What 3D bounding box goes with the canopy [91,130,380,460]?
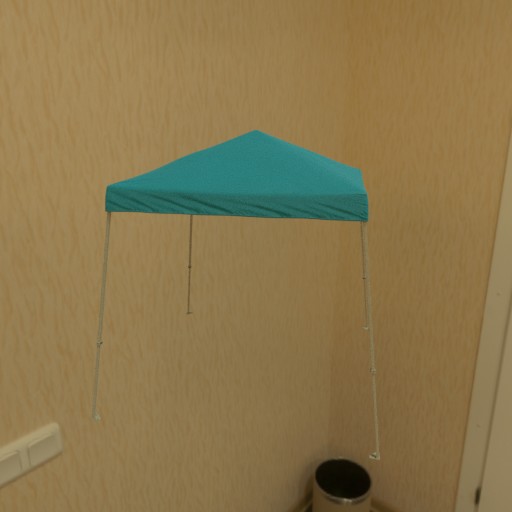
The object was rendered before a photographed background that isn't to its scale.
[{"bbox_3d":[0.000,0.000,6.574,3.600,3.600,3.599,3,16,11],"label":"canopy"}]
